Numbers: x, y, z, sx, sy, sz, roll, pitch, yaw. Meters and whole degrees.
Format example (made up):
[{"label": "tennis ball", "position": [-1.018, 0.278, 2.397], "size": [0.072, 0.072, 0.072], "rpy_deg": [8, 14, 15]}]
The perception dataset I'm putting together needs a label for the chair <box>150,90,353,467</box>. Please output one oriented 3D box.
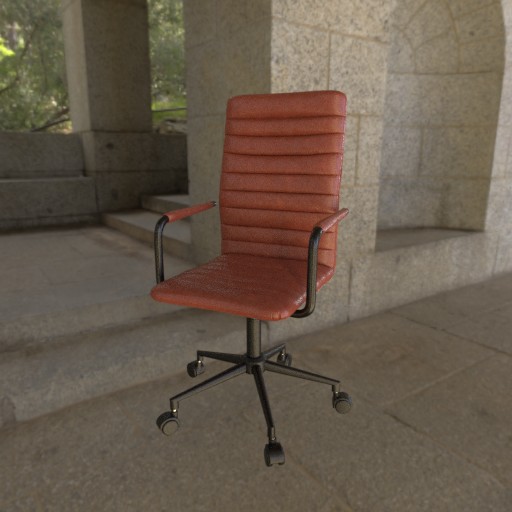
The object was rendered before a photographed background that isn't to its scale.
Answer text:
[{"label": "chair", "position": [0.000, 0.000, 1.344], "size": [0.608, 0.979, 0.580], "rpy_deg": [6, 15, 24]}]
